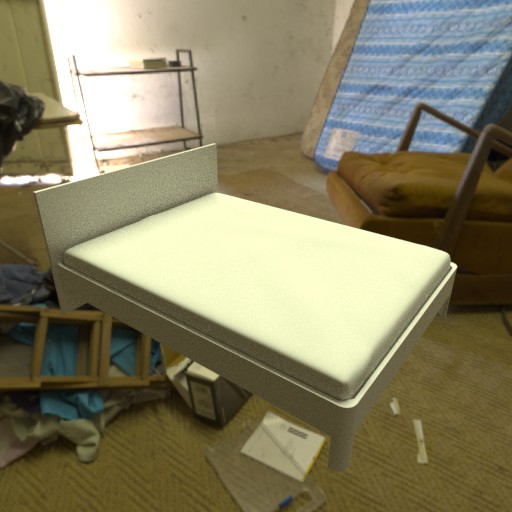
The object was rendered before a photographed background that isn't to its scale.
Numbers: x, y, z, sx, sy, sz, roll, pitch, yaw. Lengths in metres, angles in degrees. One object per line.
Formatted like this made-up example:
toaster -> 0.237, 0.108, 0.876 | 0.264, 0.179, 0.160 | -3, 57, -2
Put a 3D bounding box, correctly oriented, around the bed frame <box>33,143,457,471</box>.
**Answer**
bed frame -> 0.000, 0.000, 2.628 | 1.950, 0.800, 1.490 | 19, 32, 32
